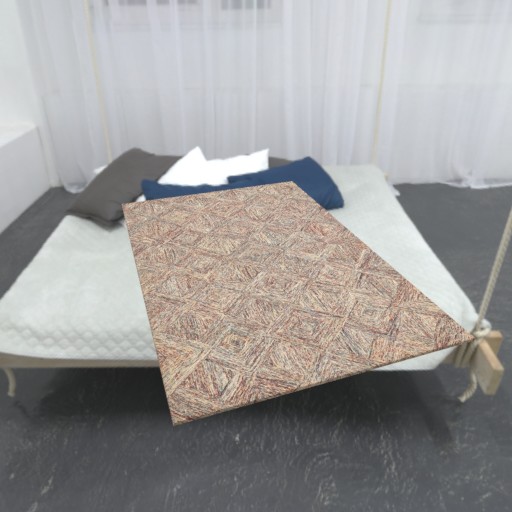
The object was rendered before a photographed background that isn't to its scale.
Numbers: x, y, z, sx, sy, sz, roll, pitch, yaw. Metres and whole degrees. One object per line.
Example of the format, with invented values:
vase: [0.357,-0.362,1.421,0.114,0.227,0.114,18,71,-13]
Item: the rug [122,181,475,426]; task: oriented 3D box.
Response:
rug: [0.000,0.000,2.926,1.523,0.019,2.285,-10,32,-17]
